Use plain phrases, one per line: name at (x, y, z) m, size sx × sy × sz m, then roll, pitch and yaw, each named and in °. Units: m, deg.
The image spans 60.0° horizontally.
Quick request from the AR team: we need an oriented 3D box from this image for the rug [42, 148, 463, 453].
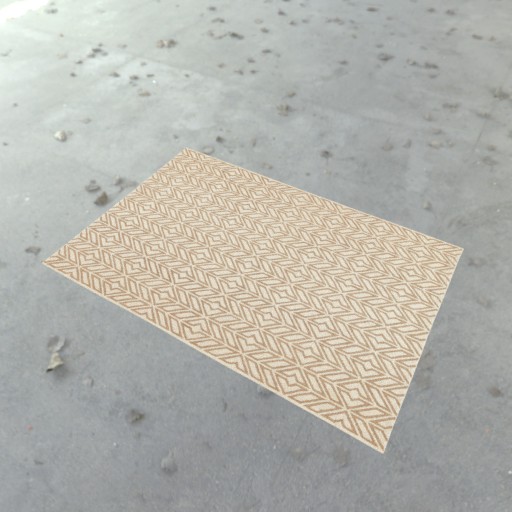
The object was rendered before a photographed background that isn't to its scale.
rug at (0.000, 0.000, 2.307) m, size 1.828 × 0.007 × 1.220 m, roll 24°, pitch 51°, yaw 21°
